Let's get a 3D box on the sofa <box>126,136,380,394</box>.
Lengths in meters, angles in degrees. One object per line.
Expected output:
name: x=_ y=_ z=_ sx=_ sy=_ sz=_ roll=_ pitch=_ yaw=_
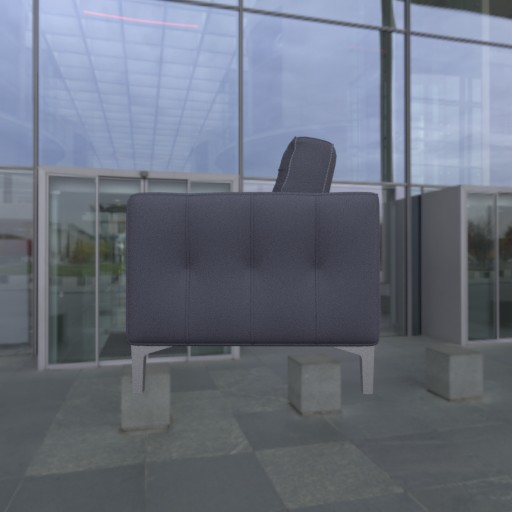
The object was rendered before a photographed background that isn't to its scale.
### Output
sofa: x=0.000 y=0.000 z=2.247 sx=0.833 sy=0.893 sz=1.726 roll=0 pitch=0 yaw=1
